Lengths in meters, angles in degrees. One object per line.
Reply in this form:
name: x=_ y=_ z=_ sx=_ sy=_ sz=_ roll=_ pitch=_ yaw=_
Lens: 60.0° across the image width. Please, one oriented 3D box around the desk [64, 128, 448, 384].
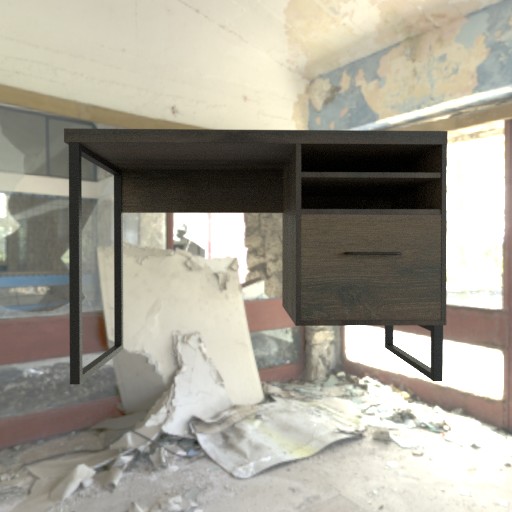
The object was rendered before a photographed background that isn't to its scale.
desk: x=0.000 y=0.000 z=1.534 sx=1.134 sy=0.752 sz=0.511 roll=0 pitch=1 yaw=-1
